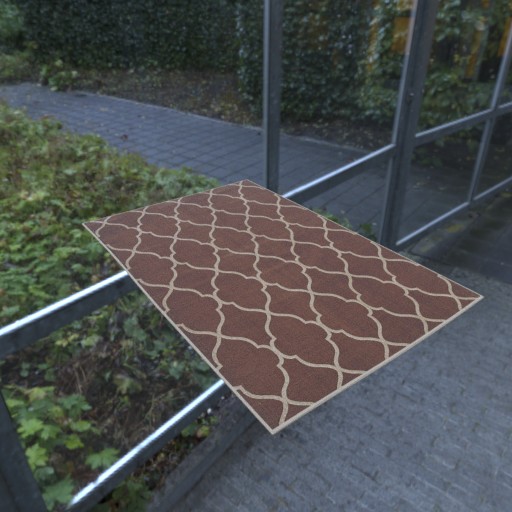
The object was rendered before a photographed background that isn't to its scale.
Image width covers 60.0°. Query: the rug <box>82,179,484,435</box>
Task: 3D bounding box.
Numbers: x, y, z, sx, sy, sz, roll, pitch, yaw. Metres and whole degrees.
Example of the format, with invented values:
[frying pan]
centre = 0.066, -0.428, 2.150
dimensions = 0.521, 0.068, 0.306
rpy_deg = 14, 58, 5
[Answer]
[rug]
centre = 0.000, 0.000, 2.891
dimensions = 1.528, 0.014, 2.294
rpy_deg = -21, 37, -31
